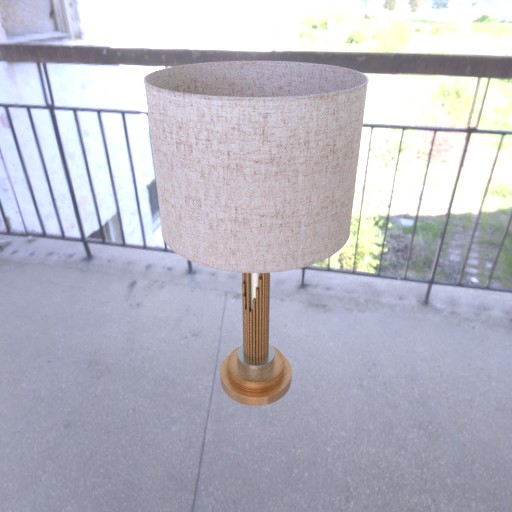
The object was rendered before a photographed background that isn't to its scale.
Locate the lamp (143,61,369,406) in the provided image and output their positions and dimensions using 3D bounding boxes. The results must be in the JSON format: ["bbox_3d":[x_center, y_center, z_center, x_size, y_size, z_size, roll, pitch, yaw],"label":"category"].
[{"bbox_3d":[0.000,0.000,0.799,0.321,0.610,0.321,7,31,12],"label":"lamp"}]
